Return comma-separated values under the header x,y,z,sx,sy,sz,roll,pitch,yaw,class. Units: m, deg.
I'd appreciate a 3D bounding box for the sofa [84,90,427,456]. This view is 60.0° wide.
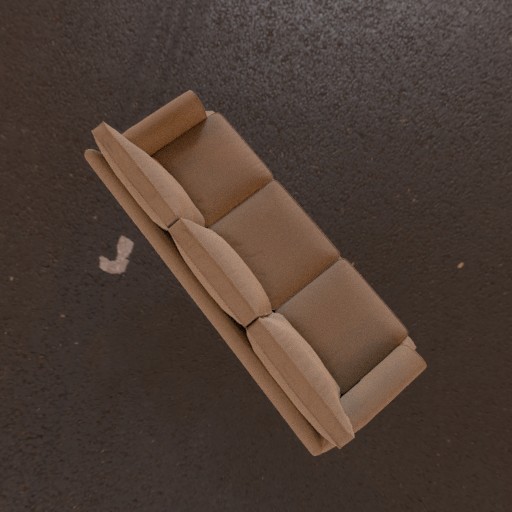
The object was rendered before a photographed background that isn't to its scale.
x,y,z,sx,sy,sz,roll,pitch,yaw,class
0.000,0.000,2.851,0.966,0.948,2.354,-38,79,-8,sofa
